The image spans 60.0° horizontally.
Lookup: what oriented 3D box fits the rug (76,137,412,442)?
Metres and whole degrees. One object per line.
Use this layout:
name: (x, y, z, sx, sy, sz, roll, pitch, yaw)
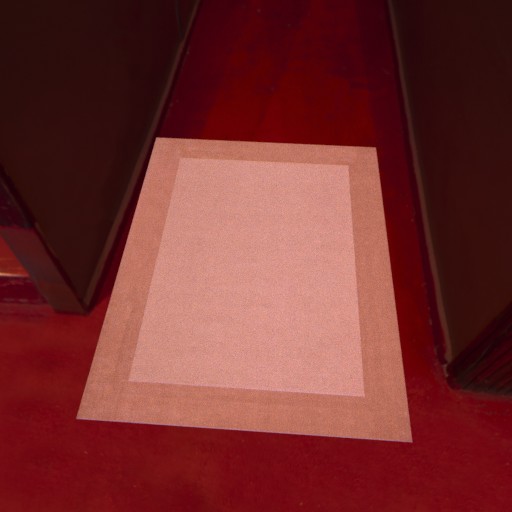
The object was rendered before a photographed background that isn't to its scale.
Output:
rug: (0.000, 0.000, 4.057, 2.438, 0.014, 3.048, 3, 56, 2)
